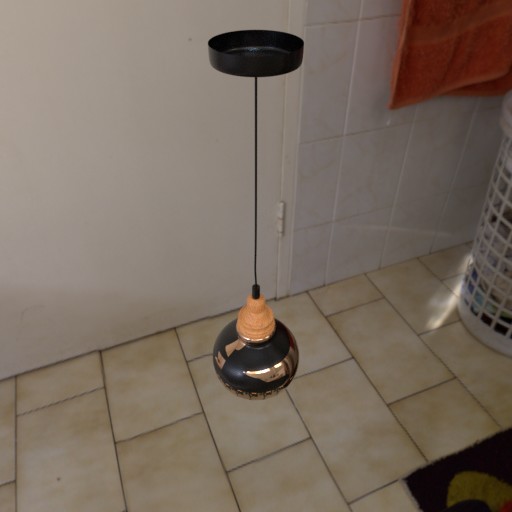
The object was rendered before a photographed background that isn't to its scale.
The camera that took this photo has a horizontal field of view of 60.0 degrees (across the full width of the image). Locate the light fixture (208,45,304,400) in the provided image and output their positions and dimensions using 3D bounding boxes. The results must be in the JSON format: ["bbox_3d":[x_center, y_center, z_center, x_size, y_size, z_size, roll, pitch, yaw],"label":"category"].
[{"bbox_3d":[0.000,0.000,1.788,0.430,1.606,0.430,-13,42,-15],"label":"light fixture"}]
